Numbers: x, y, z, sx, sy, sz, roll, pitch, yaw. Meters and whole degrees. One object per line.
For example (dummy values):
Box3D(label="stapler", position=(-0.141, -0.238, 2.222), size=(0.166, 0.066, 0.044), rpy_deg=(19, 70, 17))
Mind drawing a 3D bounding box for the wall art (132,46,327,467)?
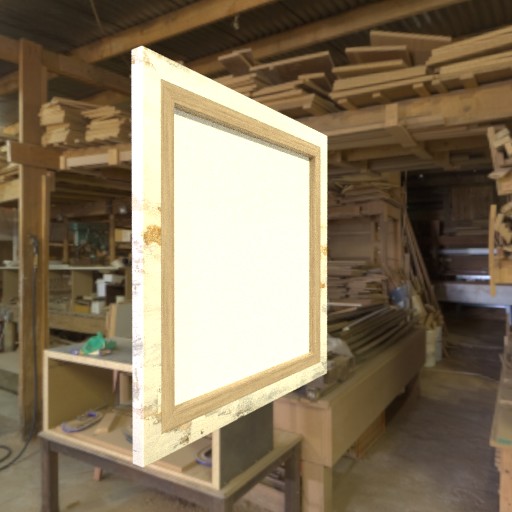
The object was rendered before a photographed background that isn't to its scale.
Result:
Box3D(label="wall art", position=(0.000, 0.000, 1.495), size=(0.040, 1.018, 1.015), rpy_deg=(0, 1, 35))
